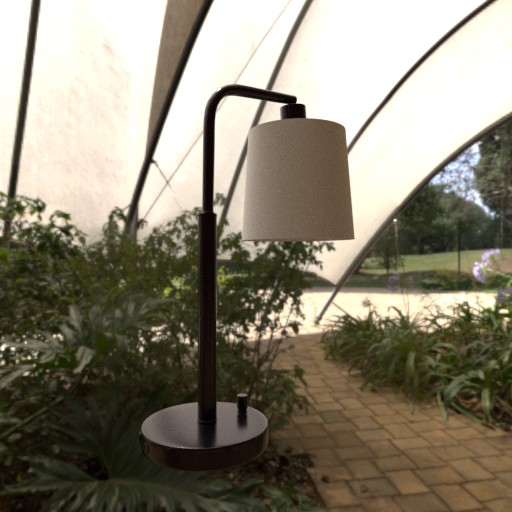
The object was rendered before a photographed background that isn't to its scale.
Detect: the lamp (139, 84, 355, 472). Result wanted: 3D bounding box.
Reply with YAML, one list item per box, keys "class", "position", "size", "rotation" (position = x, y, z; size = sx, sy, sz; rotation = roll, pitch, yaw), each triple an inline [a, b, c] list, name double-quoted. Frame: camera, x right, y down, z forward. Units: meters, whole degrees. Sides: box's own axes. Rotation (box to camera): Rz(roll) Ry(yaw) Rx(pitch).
- class: "lamp"
  position: [0.000, 0.000, 0.632]
  size: [0.333, 0.489, 0.171]
  rotation: [0, 0, -38]
